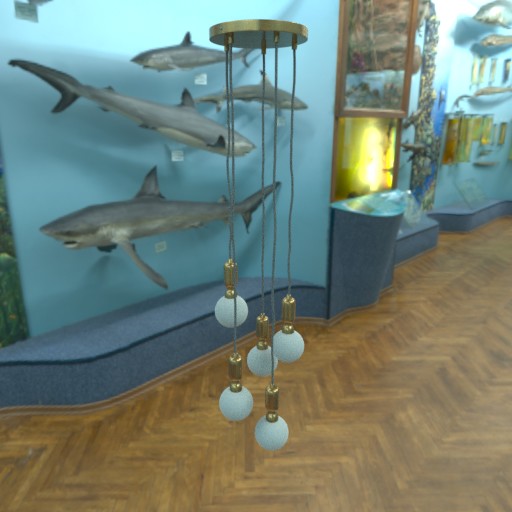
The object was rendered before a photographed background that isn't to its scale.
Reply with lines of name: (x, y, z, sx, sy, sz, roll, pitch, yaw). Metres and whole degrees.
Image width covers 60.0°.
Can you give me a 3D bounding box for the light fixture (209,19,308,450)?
light fixture: (0.000, 0.000, 0.494, 0.105, 0.457, 0.108, -16, 22, -42)
